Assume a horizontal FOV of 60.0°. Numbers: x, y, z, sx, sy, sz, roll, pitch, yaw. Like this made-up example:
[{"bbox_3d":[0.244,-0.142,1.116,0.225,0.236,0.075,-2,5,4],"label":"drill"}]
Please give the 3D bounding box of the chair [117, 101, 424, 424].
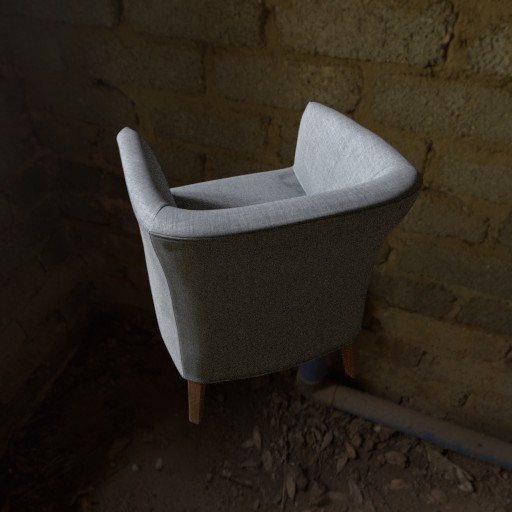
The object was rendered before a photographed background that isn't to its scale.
[{"bbox_3d":[0.000,0.000,1.232,0.600,0.771,0.668,-12,44,-13],"label":"chair"}]
